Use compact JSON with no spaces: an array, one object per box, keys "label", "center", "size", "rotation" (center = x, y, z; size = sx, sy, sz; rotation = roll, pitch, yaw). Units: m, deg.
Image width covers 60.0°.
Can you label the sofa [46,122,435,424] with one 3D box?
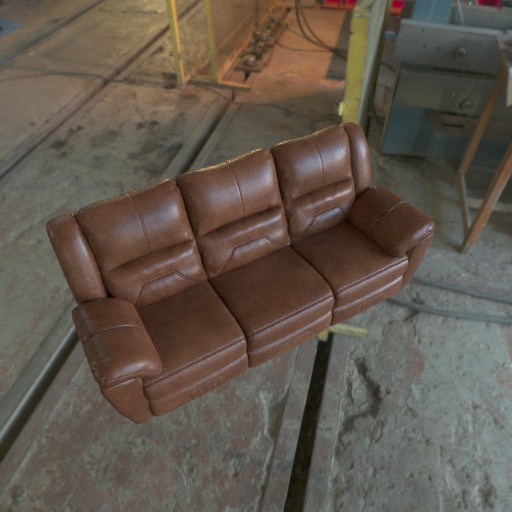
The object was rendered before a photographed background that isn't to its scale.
[{"label":"sofa","center":[0.000,0.000,2.914],"size":[2.337,1.043,0.991],"rotation":[-23,50,-20]}]
